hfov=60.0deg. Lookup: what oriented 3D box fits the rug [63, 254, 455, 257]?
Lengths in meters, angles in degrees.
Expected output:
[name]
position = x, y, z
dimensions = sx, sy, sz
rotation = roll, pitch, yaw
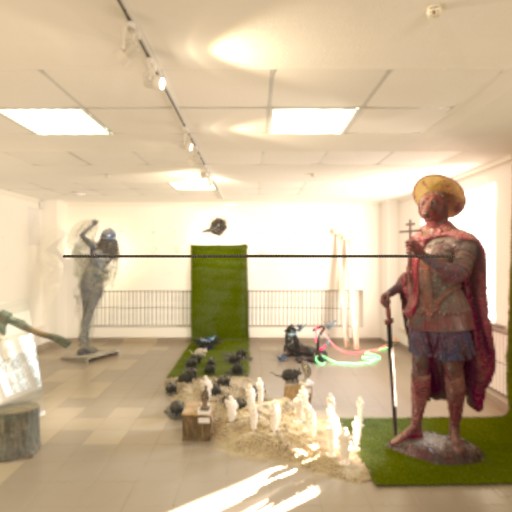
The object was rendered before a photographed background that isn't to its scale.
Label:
[rug]
position = 0.000, 0.000, 2.260
dimensions = 1.207, 0.012, 1.820
rotation = 0, 0, -1
